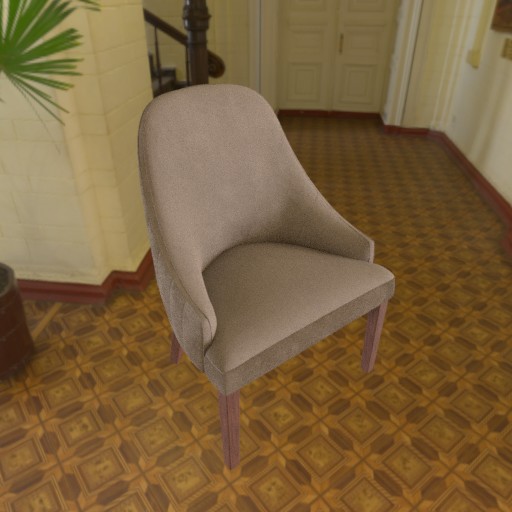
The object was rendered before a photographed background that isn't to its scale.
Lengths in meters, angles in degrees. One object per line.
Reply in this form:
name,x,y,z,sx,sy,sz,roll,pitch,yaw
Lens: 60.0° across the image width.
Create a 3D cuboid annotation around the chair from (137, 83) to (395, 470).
chair,0.000,0.000,1.318,0.643,0.889,0.575,-22,38,-32
